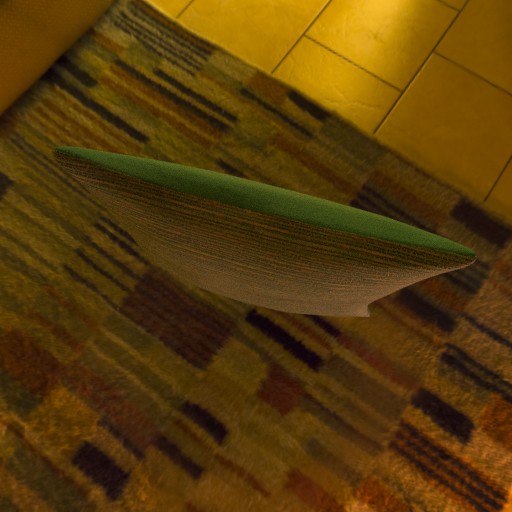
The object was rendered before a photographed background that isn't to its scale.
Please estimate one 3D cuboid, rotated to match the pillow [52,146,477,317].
[{"bbox_3d":[0.000,0.000,0.748,0.514,0.497,0.150,14,75,4],"label":"pillow"}]
